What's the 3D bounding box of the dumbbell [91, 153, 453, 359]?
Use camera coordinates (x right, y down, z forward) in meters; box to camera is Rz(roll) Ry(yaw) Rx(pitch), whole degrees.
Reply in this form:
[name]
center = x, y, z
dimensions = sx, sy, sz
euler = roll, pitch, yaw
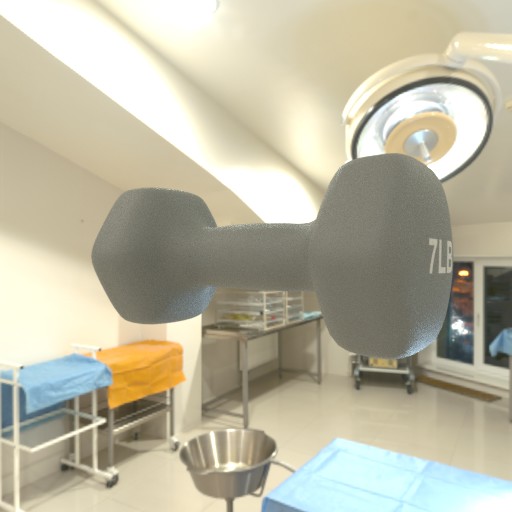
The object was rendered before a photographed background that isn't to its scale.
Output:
[dumbbell]
center = 0.000, 0.000, 0.230
dimensions = 0.184, 0.081, 0.090
euler = 0, 0, 37
